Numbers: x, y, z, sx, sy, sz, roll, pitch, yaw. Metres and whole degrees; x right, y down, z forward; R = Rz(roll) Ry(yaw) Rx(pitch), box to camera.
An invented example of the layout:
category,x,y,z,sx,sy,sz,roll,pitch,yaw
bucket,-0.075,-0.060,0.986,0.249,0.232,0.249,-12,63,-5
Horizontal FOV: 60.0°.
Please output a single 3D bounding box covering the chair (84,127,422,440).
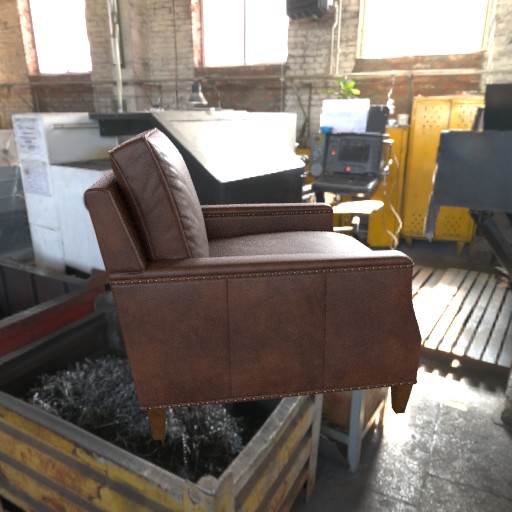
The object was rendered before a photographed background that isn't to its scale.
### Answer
category,x,y,z,sx,sy,sz,roll,pitch,yaw
chair,0.000,0.000,1.690,1.014,0.929,0.853,-3,18,-8
